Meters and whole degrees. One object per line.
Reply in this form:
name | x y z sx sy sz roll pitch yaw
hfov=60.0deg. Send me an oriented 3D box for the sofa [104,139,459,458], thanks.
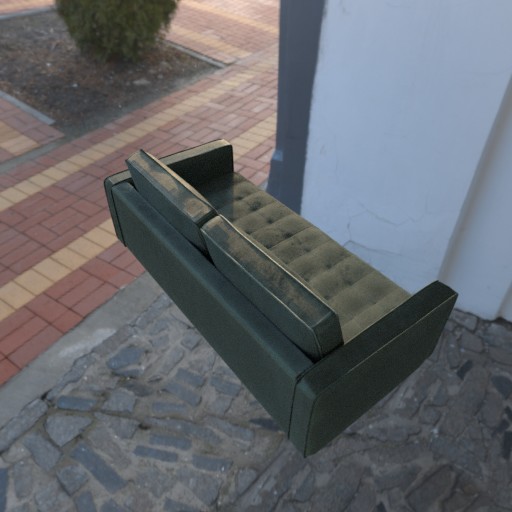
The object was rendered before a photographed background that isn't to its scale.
sofa | 0.000 0.000 2.361 0.886 0.781 1.816 -27 48 -27
